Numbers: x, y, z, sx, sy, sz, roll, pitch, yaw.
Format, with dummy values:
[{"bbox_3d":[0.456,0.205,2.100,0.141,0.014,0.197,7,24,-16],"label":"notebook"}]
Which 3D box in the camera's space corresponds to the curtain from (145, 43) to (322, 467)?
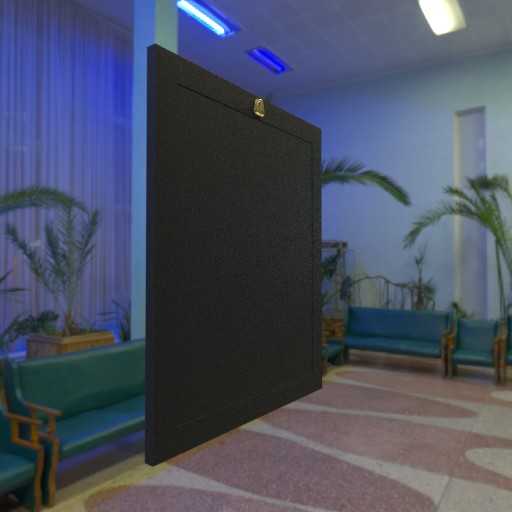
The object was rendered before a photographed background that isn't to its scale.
[{"bbox_3d":[0.000,0.000,0.809,0.027,0.585,0.483,-1,-2,37],"label":"curtain"}]
